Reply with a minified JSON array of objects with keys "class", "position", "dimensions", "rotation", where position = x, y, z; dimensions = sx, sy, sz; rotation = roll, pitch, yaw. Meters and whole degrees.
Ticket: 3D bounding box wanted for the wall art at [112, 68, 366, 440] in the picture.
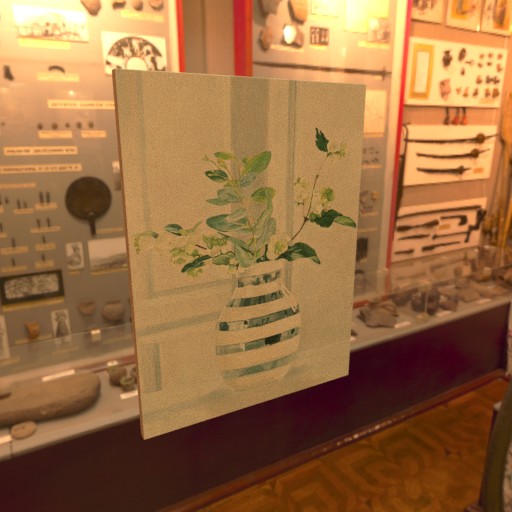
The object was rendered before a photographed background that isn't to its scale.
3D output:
[{"class":"wall art","position":[0.000,0.000,1.617],"dimensions":[0.914,1.212,0.038],"rotation":[-8,18,-27]}]
